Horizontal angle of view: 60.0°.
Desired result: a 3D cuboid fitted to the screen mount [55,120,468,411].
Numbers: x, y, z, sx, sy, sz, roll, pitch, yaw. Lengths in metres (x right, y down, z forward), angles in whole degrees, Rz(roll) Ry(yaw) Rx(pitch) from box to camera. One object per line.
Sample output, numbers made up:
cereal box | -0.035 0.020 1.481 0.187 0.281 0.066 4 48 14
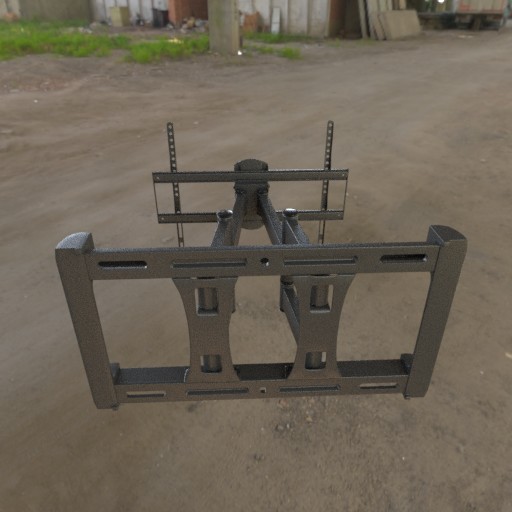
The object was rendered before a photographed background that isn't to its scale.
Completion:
screen mount | 0.000 0.000 0.931 0.571 0.424 0.556 -1 31 -2
